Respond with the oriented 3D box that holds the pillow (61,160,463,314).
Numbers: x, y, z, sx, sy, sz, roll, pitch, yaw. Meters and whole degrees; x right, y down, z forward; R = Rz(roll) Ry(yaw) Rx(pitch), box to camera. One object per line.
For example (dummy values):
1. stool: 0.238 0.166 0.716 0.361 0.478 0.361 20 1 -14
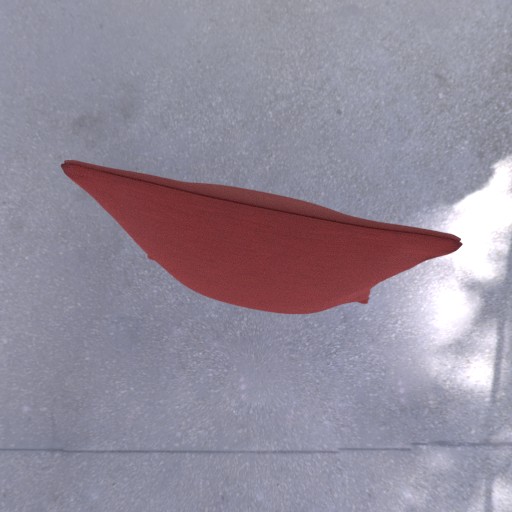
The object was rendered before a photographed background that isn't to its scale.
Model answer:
1. pillow: 0.000 0.000 0.660 0.435 0.416 0.151 12 76 3
